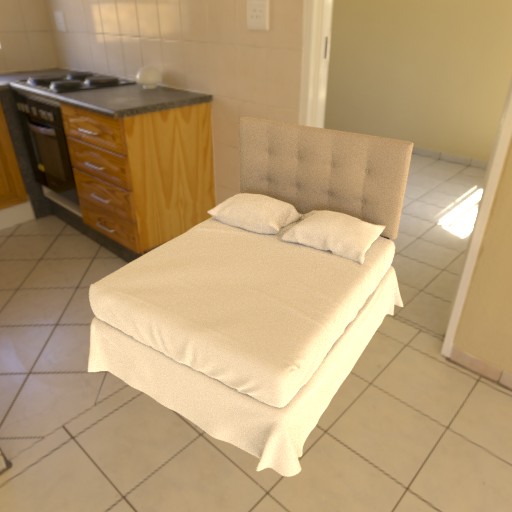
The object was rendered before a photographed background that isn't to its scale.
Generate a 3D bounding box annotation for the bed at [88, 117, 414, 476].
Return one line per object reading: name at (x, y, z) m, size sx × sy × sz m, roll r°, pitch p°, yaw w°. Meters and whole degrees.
bed at (0.000, 0.000, 3.480) m, size 1.936 × 1.577 × 2.222 m, roll 18°, pitch 34°, yaw 28°
